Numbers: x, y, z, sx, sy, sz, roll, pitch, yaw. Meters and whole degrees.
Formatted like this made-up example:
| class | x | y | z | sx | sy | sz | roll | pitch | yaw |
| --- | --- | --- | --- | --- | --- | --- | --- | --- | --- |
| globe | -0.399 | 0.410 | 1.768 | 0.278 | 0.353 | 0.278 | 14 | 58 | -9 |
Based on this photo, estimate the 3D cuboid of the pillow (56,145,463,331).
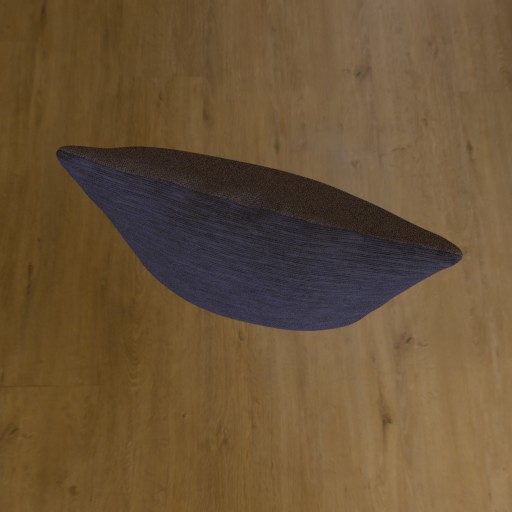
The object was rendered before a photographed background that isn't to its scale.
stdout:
| class | x | y | z | sx | sy | sz | roll | pitch | yaw |
| --- | --- | --- | --- | --- | --- | --- | --- | --- | --- |
| pillow | 0.000 | 0.000 | 0.676 | 0.452 | 0.439 | 0.204 | 15 | 77 | 4 |
